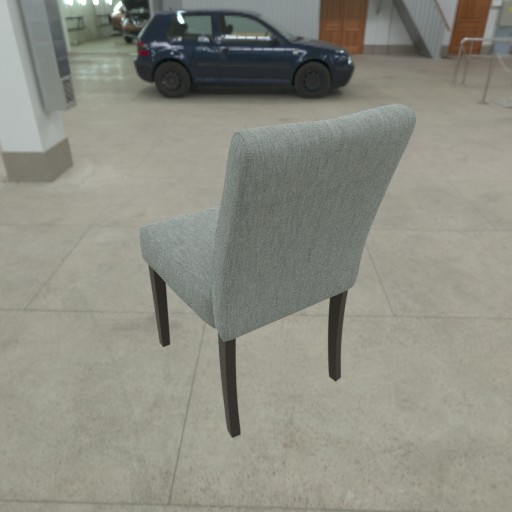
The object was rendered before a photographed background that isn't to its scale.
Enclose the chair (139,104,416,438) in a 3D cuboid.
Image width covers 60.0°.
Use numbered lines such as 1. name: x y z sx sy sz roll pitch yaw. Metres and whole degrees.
1. chair: 0.000 0.000 1.275 0.487 0.884 0.629 -18 35 -29
